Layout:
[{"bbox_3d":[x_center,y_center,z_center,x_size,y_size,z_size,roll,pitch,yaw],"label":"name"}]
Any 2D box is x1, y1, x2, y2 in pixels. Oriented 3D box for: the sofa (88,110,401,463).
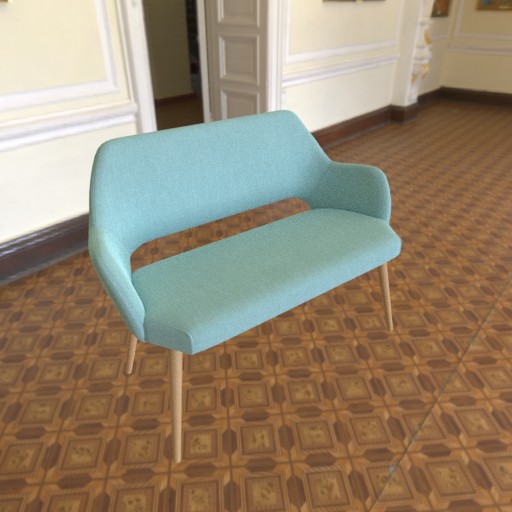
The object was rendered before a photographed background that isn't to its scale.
[{"bbox_3d":[0.000,0.000,1.594,1.150,0.840,0.610,-21,36,-32],"label":"sofa"}]
